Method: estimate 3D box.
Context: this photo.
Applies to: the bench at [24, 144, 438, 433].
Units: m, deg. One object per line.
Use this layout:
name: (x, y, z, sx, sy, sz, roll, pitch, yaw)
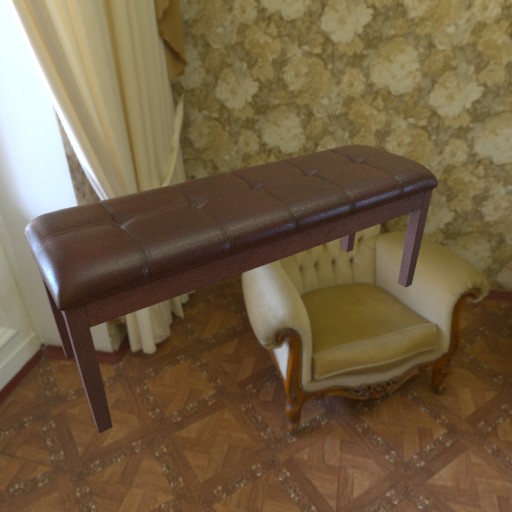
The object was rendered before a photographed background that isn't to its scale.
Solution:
bench: (0.000, 0.000, 1.451, 1.259, 0.491, 0.401, -19, 36, -29)
